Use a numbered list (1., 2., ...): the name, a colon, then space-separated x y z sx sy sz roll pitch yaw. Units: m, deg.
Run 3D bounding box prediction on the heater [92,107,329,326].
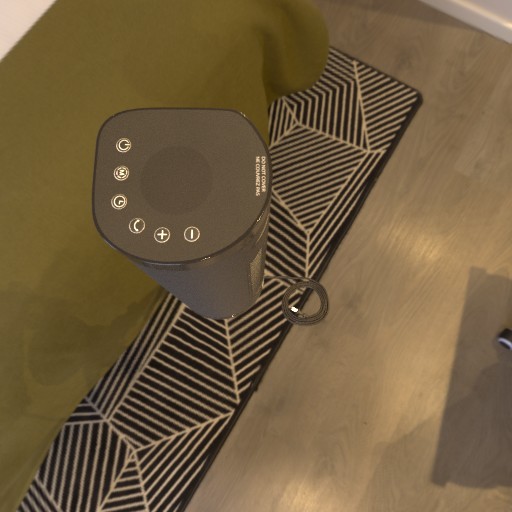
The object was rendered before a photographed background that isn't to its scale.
1. heater: 0.000 0.000 0.687 0.312 0.552 0.174 0 77 0
